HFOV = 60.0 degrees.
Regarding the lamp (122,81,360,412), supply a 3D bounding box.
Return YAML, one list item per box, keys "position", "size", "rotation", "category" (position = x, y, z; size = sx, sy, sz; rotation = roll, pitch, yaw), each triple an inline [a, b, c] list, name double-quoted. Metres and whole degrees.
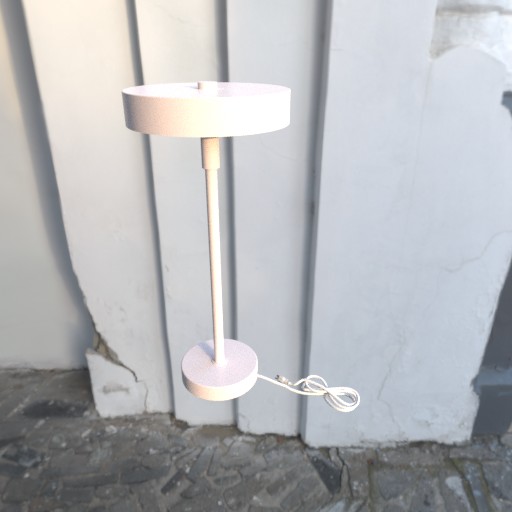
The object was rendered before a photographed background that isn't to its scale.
- position: [0.000, 0.000, 0.697]
  size: [0.369, 0.508, 0.229]
  rotation: [8, 27, 16]
  category: "lamp"
